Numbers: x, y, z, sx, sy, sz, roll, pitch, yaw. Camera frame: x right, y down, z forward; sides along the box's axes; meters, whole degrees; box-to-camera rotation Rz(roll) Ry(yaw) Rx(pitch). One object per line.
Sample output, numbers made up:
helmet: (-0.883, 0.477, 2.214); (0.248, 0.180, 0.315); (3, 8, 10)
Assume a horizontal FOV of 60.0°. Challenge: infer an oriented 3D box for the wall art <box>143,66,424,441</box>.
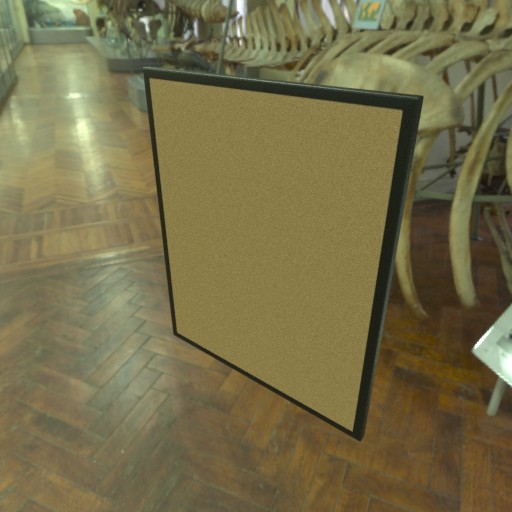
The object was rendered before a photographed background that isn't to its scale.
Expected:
wall art: (0.000, 0.000, 0.777); (0.481, 0.582, 0.018); (21, 35, 33)
